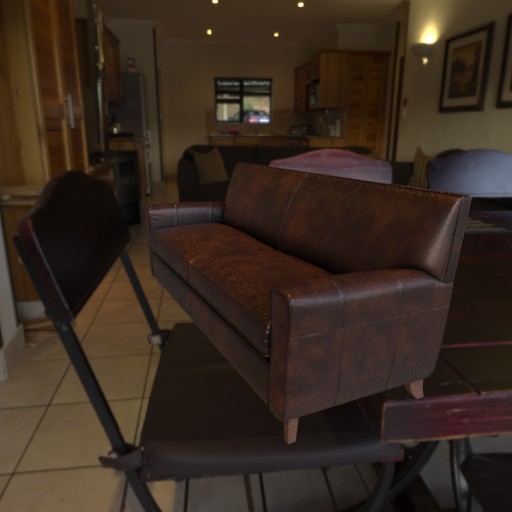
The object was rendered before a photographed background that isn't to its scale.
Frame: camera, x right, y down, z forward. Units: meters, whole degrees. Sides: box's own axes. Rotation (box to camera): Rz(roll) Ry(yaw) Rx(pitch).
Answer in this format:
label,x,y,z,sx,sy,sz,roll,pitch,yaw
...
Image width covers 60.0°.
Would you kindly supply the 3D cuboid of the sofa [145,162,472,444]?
label,x,y,z,sx,sy,sz,roll,pitch,yaw
sofa,0.000,0.000,2.422,0.786,0.871,1.995,-8,17,-25
